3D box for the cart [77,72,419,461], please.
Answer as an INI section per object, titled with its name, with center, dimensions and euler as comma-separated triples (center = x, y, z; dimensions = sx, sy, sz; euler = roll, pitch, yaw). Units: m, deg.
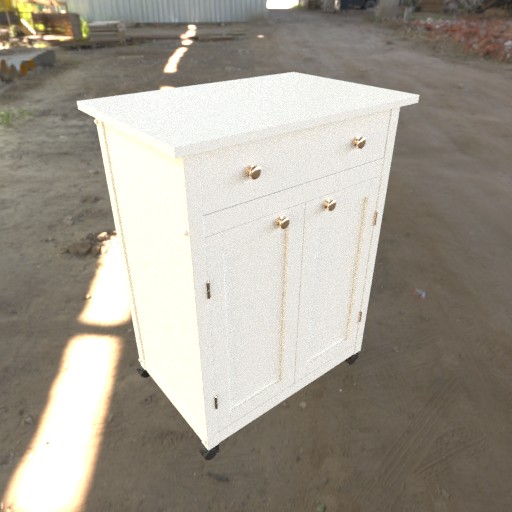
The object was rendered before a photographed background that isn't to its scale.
[cart]
center = 0.000, 0.000, 1.257
dimensions = 0.683, 0.864, 0.442
euler = -22, 38, -32
